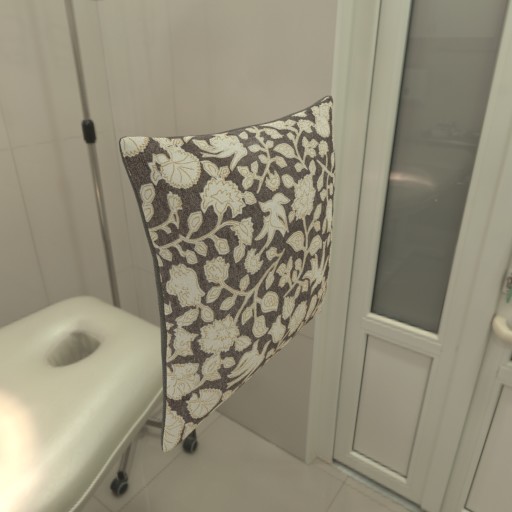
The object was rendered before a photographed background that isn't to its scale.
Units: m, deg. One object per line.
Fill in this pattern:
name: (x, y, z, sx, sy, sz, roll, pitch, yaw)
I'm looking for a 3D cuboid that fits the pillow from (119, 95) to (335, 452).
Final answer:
pillow: (0.000, 0.000, 0.806, 0.166, 0.507, 0.526, 18, 31, 32)
